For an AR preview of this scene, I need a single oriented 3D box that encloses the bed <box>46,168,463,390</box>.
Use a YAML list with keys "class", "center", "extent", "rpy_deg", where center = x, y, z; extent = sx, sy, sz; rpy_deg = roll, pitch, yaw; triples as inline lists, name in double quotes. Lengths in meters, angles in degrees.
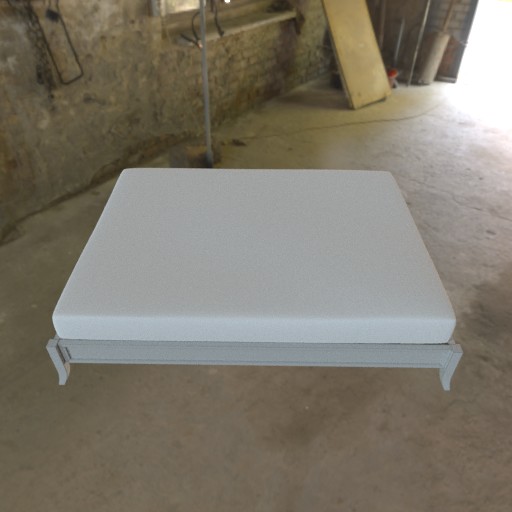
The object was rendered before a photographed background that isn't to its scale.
- class: "bed"
  center: [0.000, 0.000, 2.839]
  extent: [2.108, 0.510, 1.604]
  rpy_deg: [1, 40, 1]
